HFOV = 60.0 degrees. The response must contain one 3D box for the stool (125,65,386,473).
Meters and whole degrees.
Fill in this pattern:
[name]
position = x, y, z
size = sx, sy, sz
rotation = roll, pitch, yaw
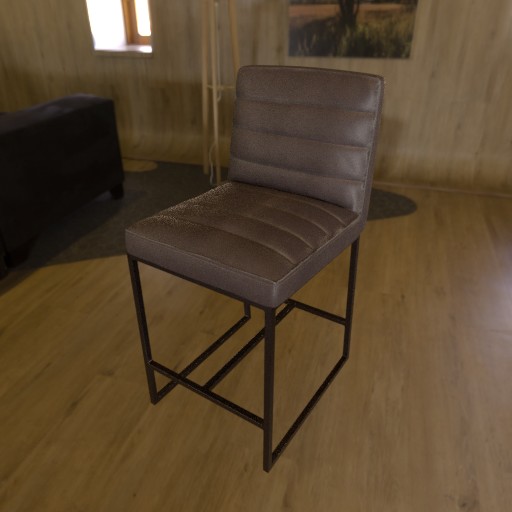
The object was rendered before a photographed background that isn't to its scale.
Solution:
[stool]
position = 0.000, 0.000, 1.255
size = 0.463, 0.946, 0.562
rotation = 18, 34, 29
